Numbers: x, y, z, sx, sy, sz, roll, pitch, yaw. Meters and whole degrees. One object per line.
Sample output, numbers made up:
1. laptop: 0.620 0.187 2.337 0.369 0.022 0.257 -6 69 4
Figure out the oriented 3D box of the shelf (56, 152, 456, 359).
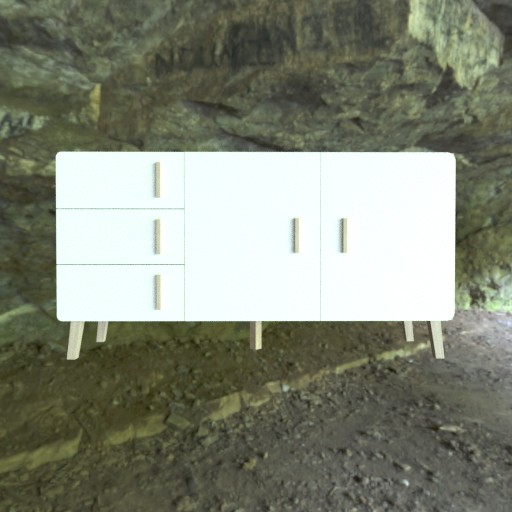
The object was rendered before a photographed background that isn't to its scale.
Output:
1. shelf: 0.000 0.000 1.842 1.490 0.780 0.400 0 1 -1
